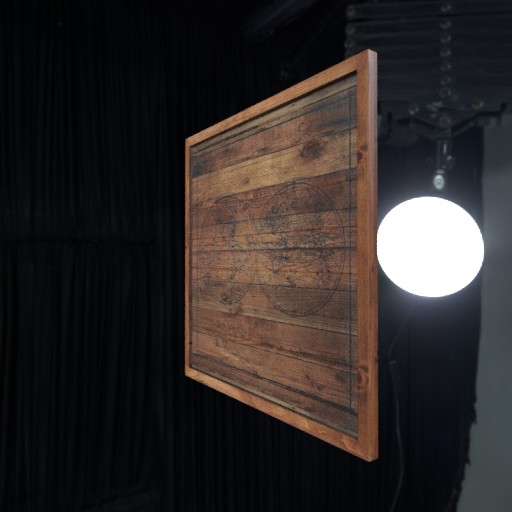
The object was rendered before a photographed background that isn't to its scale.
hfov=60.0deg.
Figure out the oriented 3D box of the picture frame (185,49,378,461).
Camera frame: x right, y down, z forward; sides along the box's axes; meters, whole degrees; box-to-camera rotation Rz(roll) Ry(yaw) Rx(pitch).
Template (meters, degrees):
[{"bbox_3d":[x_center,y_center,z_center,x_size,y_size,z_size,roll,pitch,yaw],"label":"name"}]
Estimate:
[{"bbox_3d":[0.000,0.000,1.213,0.029,0.817,0.810,0,-1,-35],"label":"picture frame"}]
